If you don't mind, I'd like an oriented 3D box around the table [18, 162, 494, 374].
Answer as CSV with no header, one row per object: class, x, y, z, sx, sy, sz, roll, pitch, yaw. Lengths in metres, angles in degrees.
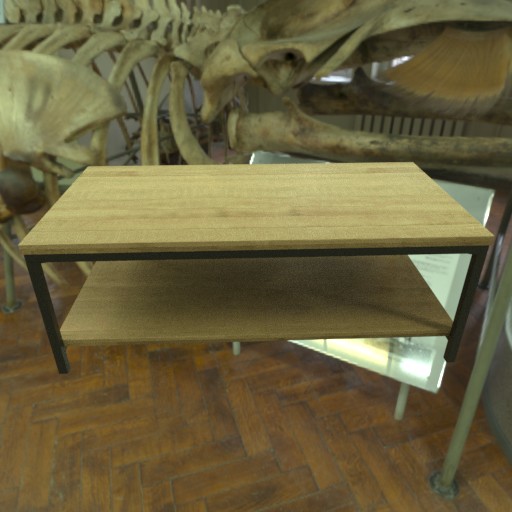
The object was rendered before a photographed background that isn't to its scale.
table,0.000,0.000,1.359,1.100,0.399,0.551,-1,30,-2
